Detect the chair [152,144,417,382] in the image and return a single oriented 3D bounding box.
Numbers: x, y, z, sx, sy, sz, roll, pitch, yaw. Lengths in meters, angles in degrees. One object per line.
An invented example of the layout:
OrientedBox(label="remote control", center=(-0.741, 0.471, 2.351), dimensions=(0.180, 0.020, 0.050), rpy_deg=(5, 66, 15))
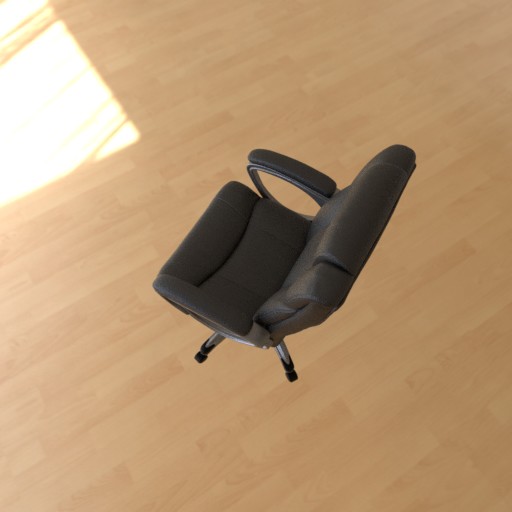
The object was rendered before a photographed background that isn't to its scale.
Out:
OrientedBox(label="chair", center=(0.000, 0.000, 1.604), dimensions=(0.719, 1.130, 0.721), rpy_deg=(29, 67, 13))
